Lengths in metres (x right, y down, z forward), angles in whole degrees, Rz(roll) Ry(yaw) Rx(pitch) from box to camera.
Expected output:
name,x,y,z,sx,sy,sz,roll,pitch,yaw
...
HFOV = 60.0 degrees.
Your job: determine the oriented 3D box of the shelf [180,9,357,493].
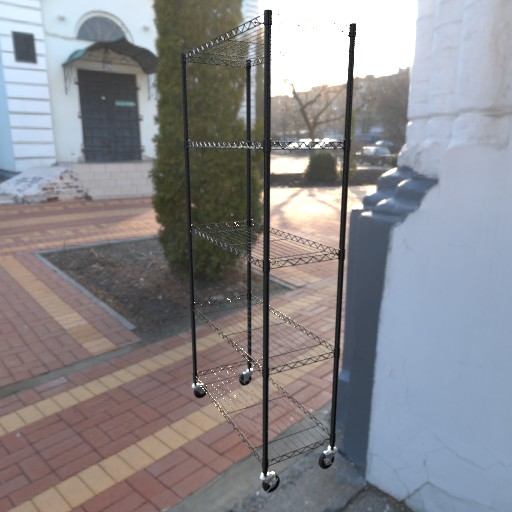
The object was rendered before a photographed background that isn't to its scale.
name,x,y,z,sx,sy,sz,roll,pitch,yaw
shelf,0.000,0.000,1.843,0.356,1.645,0.762,-8,16,-27
